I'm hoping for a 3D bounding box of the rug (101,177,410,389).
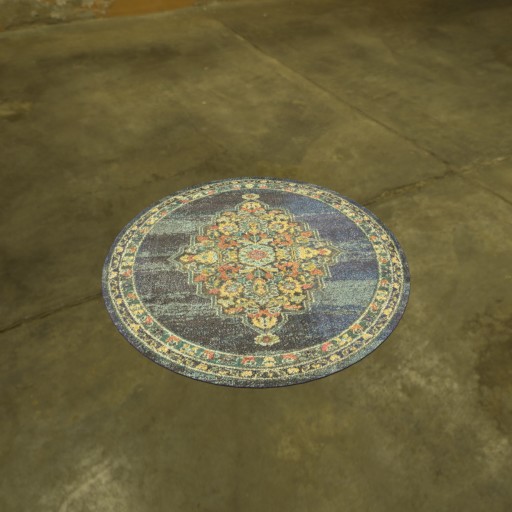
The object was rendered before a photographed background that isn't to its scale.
[{"bbox_3d":[0.000,0.000,2.359,1.591,0.010,1.591,0,41,0],"label":"rug"}]
